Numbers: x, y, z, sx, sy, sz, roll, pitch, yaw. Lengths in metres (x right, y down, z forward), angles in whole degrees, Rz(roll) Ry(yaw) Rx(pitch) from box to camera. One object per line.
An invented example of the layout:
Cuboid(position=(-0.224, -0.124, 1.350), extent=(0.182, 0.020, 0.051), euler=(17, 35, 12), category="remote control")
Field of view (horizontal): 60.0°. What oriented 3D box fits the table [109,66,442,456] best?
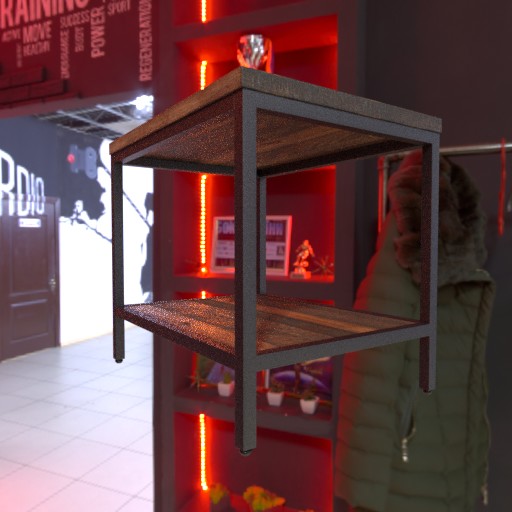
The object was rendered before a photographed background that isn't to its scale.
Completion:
Cuboid(position=(0.000, 0.000, 1.112), extent=(0.524, 0.612, 0.678), euler=(-2, 3, -35), category="table")
